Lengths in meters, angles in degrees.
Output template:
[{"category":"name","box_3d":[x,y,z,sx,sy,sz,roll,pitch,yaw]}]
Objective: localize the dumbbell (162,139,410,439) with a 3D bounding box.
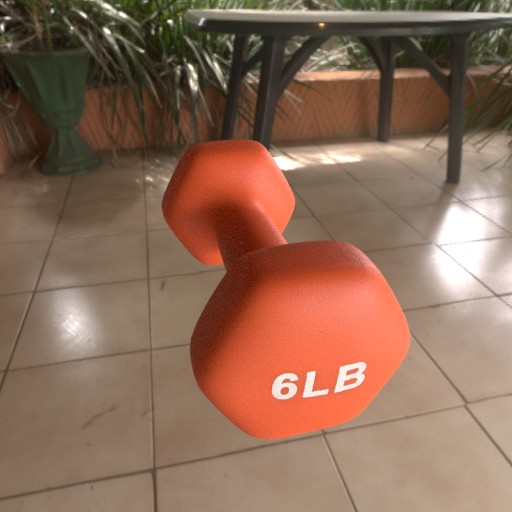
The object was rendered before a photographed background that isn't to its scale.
[{"category":"dumbbell","box_3d":[0.000,0.000,0.208,0.079,0.071,0.162,-7,31,-12]}]
